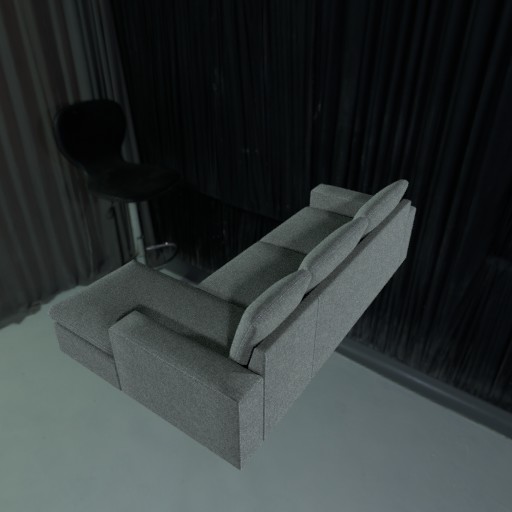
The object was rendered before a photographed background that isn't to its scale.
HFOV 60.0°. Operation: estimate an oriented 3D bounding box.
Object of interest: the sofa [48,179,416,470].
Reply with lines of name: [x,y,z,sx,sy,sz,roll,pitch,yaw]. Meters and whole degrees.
sofa: [0.000,0.000,3.591,1.689,0.940,2.718,20,37,29]
